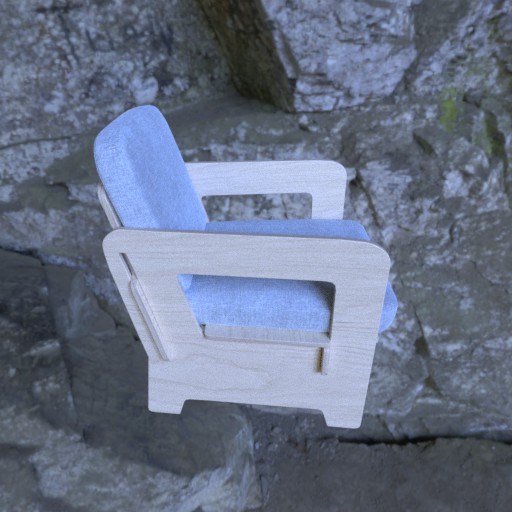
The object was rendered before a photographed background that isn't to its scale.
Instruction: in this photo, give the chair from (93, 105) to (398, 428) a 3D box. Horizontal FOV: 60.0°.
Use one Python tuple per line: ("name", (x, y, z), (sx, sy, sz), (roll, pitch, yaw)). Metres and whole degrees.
("chair", (0.000, 0.000, 1.285), (0.710, 0.800, 0.590), (0, 30, 1))
